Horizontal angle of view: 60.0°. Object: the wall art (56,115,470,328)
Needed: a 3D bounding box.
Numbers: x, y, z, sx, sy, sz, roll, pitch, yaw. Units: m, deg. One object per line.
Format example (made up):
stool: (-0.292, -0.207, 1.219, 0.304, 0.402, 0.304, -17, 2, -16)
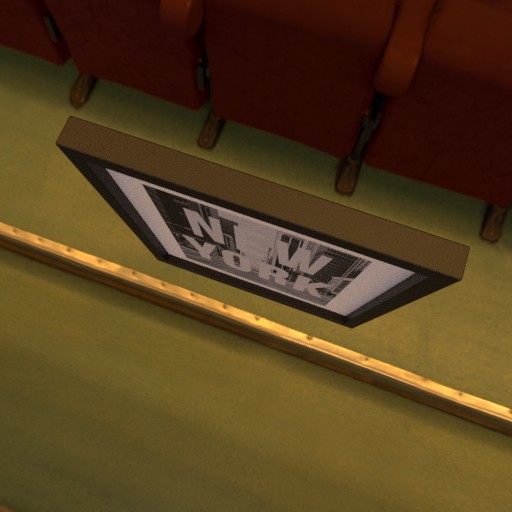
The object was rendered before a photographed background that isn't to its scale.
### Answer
wall art: (0.000, 0.000, 0.524, 0.328, 0.381, 0.028, 19, 76, 5)
